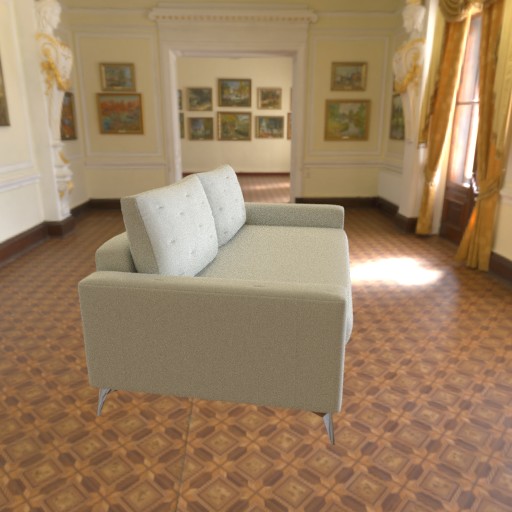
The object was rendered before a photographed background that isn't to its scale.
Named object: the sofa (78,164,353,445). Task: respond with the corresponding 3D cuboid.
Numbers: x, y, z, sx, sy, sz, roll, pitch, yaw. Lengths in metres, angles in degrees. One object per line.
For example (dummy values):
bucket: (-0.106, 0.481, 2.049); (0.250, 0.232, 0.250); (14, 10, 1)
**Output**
sofa: (0.000, 0.000, 2.191); (0.920, 0.790, 1.650); (3, 17, 10)
